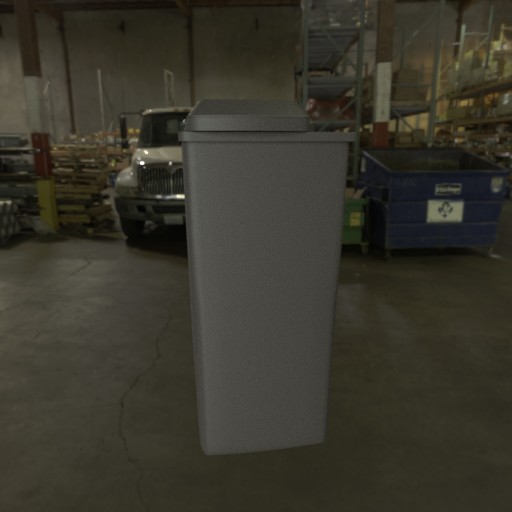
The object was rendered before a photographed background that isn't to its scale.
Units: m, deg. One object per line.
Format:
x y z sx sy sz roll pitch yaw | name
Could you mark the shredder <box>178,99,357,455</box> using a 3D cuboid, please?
0.000 0.000 0.527 0.170 0.335 0.320 -2 14 -9 | shredder
